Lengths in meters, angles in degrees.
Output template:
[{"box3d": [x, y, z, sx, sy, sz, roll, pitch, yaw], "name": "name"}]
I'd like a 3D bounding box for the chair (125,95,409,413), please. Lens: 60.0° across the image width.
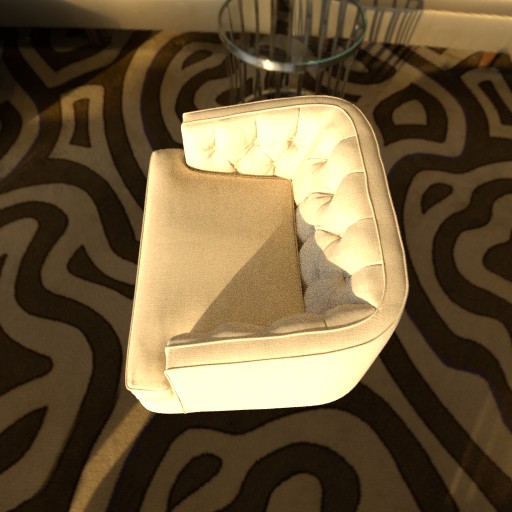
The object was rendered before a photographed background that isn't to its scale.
[{"box3d": [0.000, 0.000, 1.794, 0.914, 0.787, 1.118, -2, 59, -1], "name": "chair"}]
